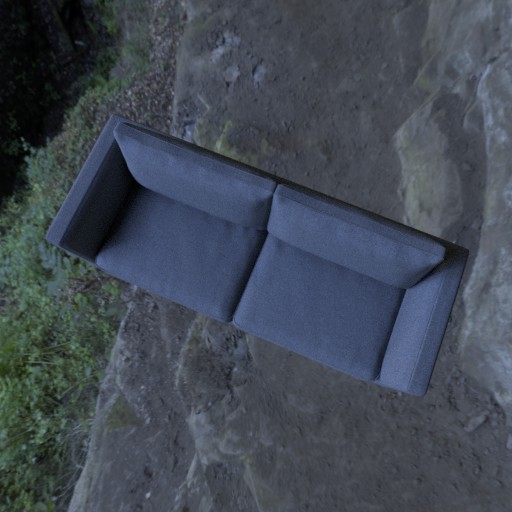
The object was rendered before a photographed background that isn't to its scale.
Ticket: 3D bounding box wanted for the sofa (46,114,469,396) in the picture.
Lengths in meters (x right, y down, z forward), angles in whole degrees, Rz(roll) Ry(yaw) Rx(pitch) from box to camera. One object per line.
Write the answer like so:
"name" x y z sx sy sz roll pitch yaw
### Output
"sofa" 0.000 0.000 2.678 2.212 1.002 0.869 22 77 5
